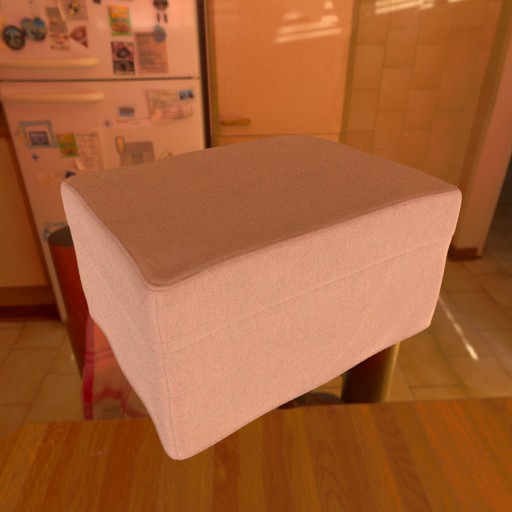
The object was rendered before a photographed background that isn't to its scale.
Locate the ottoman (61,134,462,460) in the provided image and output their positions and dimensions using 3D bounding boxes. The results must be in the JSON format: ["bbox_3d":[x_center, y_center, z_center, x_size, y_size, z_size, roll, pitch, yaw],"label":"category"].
[{"bbox_3d":[0.000,0.000,1.230,0.833,0.461,0.648,-18,35,-29],"label":"ottoman"}]
